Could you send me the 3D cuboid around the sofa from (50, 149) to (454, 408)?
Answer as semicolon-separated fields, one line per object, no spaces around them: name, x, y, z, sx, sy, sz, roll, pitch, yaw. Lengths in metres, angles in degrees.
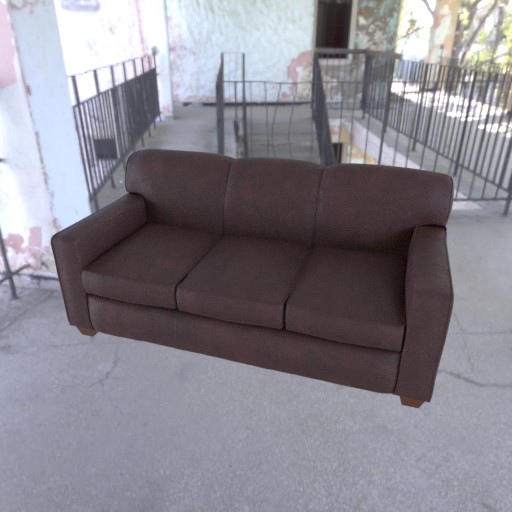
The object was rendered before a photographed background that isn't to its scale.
sofa;0.000;0.000;2.536;2.039;0.953;1.008;8;27;16
